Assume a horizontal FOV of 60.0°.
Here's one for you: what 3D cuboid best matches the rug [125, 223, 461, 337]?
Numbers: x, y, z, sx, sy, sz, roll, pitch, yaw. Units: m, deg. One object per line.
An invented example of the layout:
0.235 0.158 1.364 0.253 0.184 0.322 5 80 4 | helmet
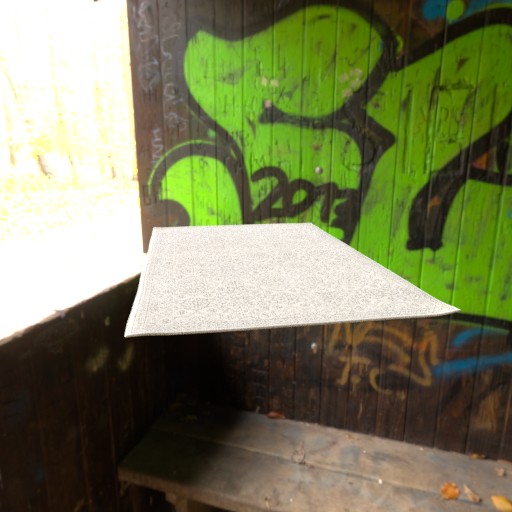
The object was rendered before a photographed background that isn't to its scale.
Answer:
0.000 0.000 2.471 1.214 0.023 1.947 -2 15 -10 | rug
